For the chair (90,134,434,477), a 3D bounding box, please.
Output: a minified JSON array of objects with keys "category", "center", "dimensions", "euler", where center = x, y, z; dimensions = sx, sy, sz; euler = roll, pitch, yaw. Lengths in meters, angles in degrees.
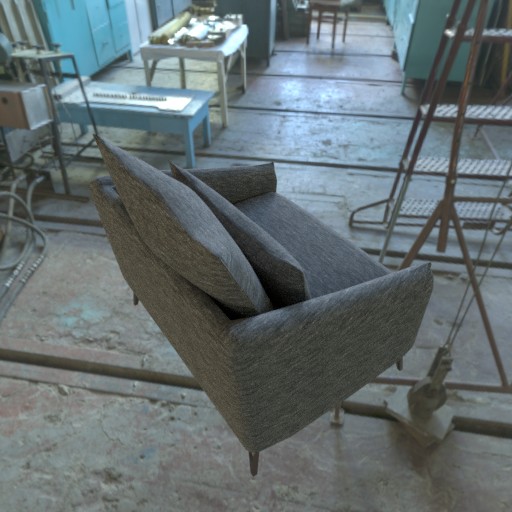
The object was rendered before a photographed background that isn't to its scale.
[{"category":"chair","center":[0.000,0.000,1.589],"dimensions":[0.805,0.842,1.004],"euler":[-24,45,-27]}]
